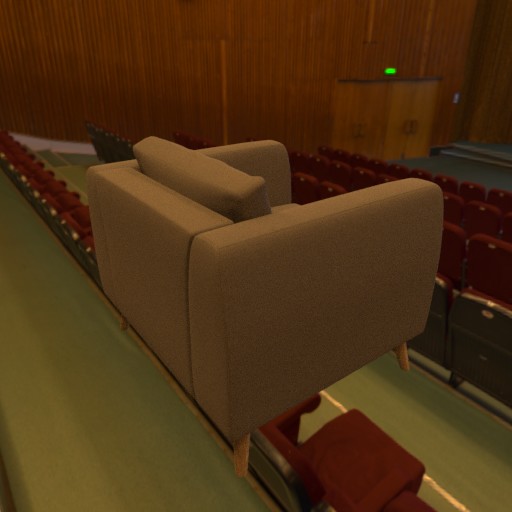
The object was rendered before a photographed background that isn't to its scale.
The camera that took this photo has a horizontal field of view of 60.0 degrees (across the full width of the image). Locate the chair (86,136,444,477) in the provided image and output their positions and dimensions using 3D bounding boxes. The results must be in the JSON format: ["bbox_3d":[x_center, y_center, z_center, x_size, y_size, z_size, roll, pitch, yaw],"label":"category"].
[{"bbox_3d":[0.000,0.000,1.700,0.930,0.860,1.000,-18,31,-32],"label":"chair"}]
